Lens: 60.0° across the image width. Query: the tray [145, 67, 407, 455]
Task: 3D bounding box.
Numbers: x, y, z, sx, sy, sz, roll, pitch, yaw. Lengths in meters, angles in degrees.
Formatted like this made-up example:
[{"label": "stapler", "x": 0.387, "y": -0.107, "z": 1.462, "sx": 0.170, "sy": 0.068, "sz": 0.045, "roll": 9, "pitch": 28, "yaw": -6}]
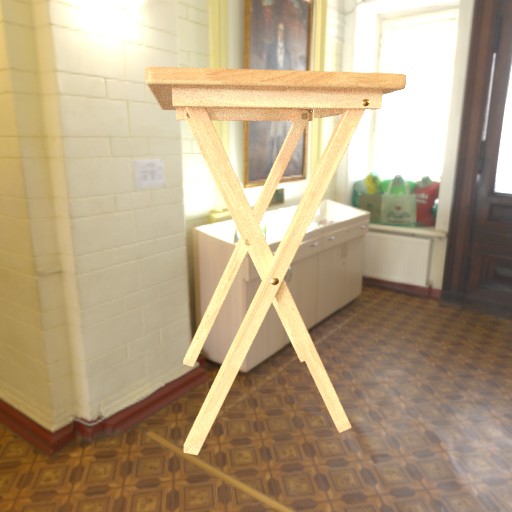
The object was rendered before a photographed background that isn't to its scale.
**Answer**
[{"label": "tray", "x": 0.000, "y": 0.000, "z": 0.935, "sx": 0.381, "sy": 0.660, "sz": 0.483, "roll": -2, "pitch": 14, "yaw": -9}]
